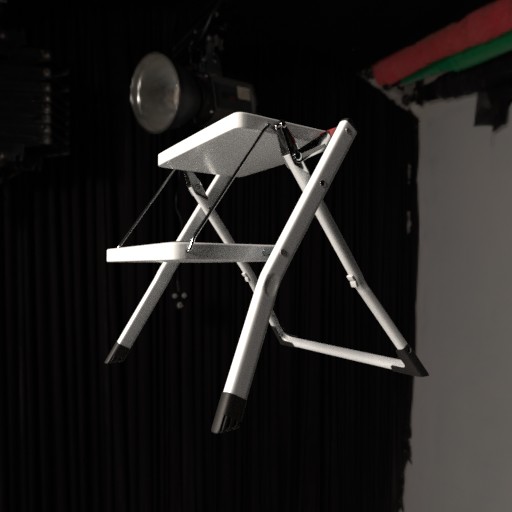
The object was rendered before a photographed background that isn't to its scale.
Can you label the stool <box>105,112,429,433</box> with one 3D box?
[{"bbox_3d":[0.000,0.000,0.862,0.490,0.445,0.485,1,-2,-34],"label":"stool"}]
